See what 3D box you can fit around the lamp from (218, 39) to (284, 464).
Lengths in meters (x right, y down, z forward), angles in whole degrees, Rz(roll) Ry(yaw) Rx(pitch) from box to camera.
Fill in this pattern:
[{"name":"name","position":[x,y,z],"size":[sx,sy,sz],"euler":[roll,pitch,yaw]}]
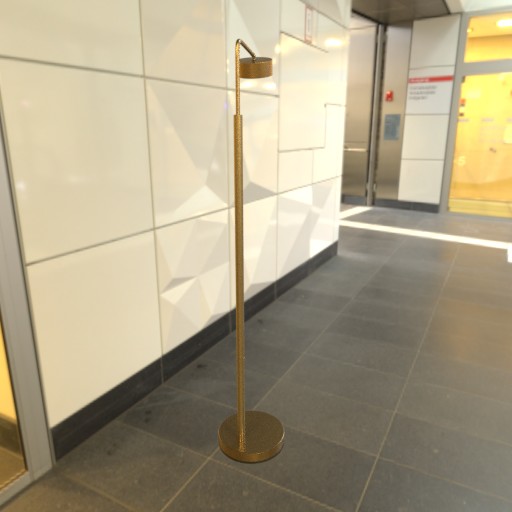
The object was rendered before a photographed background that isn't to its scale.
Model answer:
[{"name":"lamp","position":[0.000,0.000,1.412],"size":[0.219,1.230,0.418],"euler":[2,16,9]}]
